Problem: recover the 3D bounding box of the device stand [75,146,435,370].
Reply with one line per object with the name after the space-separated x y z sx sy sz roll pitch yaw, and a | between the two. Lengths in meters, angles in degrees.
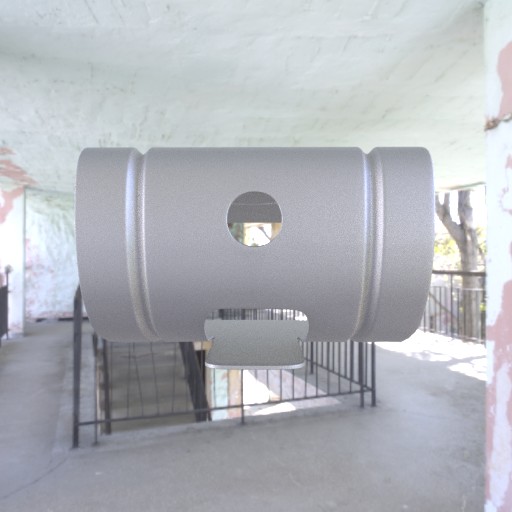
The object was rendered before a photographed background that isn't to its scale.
0.000 0.000 0.406 0.256 0.155 0.236 0 0 1 | device stand
